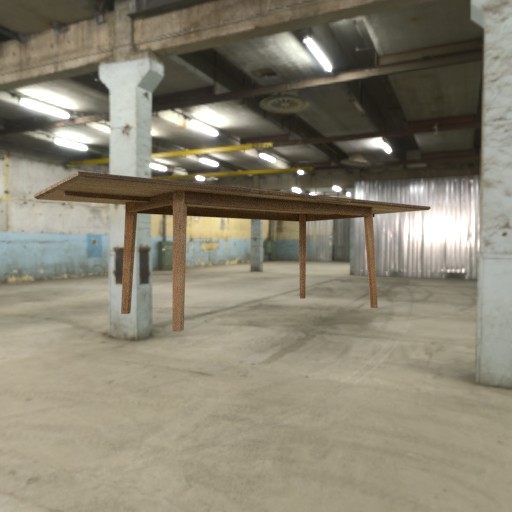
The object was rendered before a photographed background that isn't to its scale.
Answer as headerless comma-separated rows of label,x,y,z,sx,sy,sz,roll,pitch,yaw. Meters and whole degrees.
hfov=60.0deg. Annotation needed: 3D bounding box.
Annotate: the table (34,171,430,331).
table,0.000,0.000,3.058,2.603,0.752,1.000,-1,1,-36
